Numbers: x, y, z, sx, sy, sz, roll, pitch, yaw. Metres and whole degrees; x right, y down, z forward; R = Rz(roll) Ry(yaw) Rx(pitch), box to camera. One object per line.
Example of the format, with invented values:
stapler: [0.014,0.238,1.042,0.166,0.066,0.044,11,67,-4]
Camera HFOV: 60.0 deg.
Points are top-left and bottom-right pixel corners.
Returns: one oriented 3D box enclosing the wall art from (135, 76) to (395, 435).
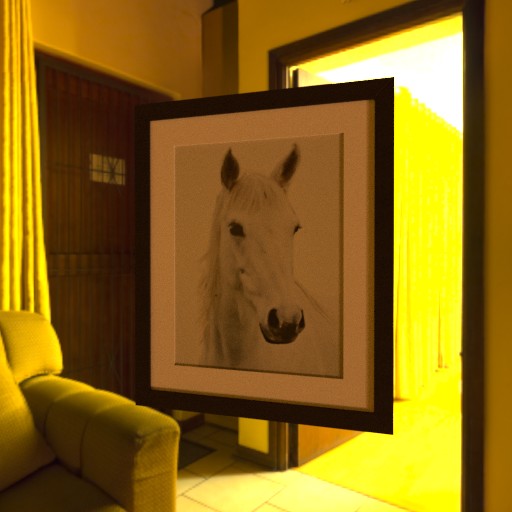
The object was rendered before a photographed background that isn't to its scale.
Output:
wall art: [0.000,0.000,0.765,0.455,0.552,0.034,0,1,17]
